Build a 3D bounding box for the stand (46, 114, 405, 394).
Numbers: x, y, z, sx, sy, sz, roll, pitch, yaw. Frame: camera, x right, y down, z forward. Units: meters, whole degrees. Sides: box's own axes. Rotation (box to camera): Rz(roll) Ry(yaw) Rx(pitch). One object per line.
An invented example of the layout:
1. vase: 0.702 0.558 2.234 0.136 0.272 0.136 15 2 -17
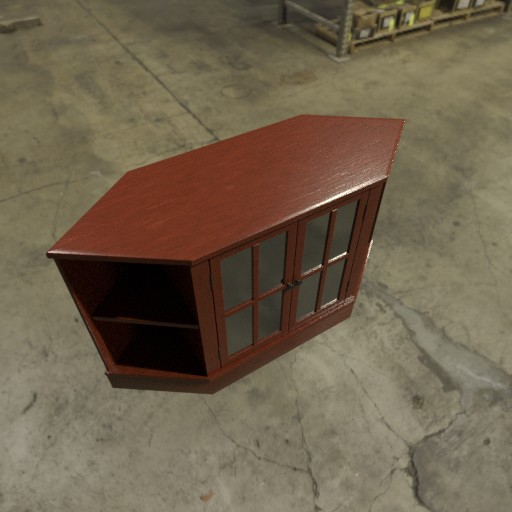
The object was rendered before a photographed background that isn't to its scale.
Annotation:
1. stand: 0.000 0.000 1.372 1.072 0.614 0.381 -24 51 -22
